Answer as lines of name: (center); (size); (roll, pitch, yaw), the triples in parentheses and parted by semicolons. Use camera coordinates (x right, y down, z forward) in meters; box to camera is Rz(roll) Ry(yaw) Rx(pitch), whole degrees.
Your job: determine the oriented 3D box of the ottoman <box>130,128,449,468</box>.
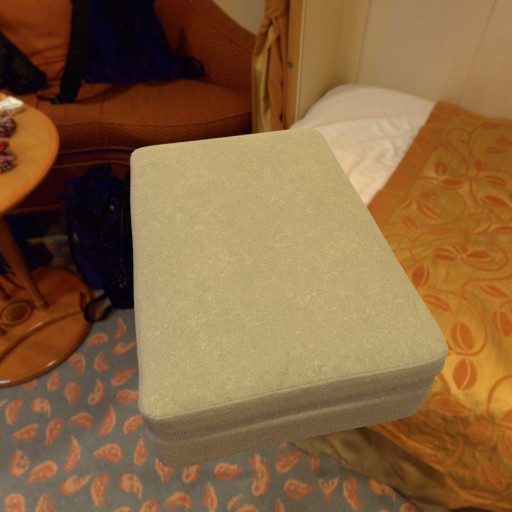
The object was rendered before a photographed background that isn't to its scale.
ottoman: (0.000, 0.000, 1.582); (0.840, 0.429, 1.199); (-9, 47, -9)
